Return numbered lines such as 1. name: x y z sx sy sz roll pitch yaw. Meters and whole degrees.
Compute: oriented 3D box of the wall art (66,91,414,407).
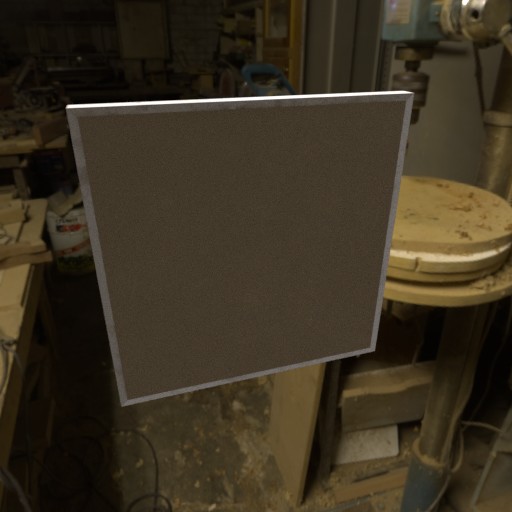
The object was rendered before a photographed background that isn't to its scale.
1. wall art: 0.000 0.000 0.749 0.508 0.506 0.029 -8 28 -16
